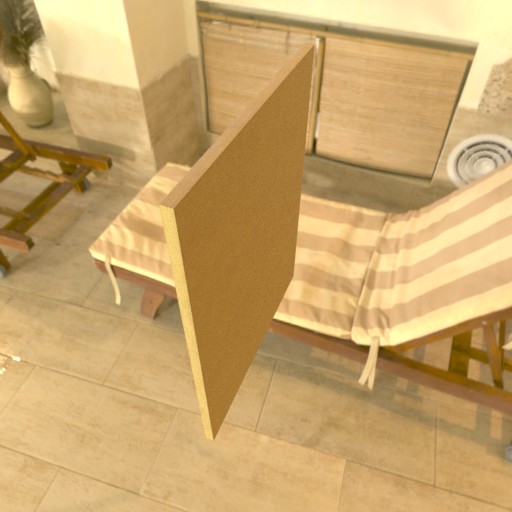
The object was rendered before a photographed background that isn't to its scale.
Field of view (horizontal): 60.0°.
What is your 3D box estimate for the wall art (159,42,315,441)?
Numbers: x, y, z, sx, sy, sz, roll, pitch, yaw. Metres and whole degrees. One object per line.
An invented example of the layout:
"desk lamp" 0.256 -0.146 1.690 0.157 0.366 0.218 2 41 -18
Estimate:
"wall art" 0.000 0.000 1.379 0.030 1.002 0.798 17 48 16
